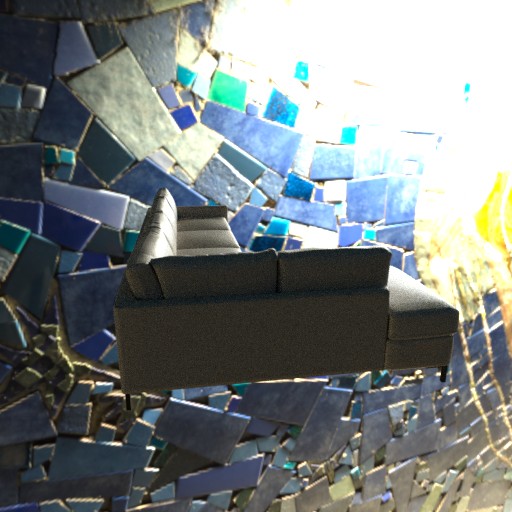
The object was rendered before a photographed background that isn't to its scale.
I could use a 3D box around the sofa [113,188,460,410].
[{"bbox_3d":[0.000,0.000,3.131,1.617,0.703,2.423,-3,17,-9],"label":"sofa"}]
